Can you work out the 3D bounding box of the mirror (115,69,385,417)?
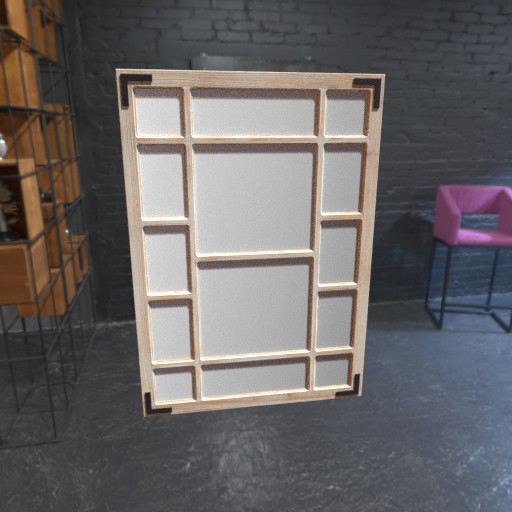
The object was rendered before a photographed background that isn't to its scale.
[{"bbox_3d":[0.000,0.000,1.291,0.705,0.996,0.025,-3,16,-9],"label":"mirror"}]
